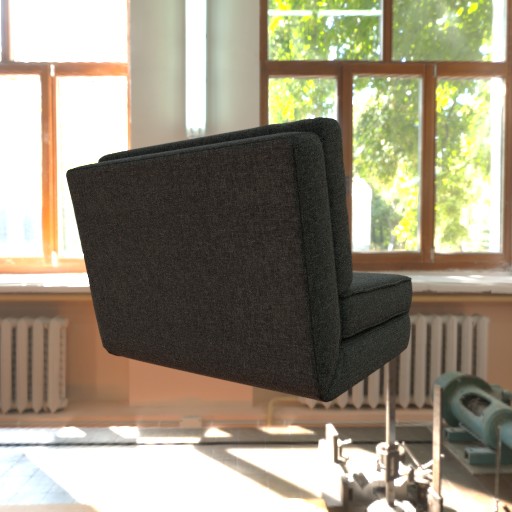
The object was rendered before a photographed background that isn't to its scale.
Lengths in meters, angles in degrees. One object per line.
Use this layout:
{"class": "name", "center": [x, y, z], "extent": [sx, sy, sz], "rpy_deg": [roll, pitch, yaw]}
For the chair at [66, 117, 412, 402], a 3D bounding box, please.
{"class": "chair", "center": [0.000, 0.000, 1.329], "extent": [0.740, 0.615, 0.800], "rpy_deg": [1, 2, 34]}
